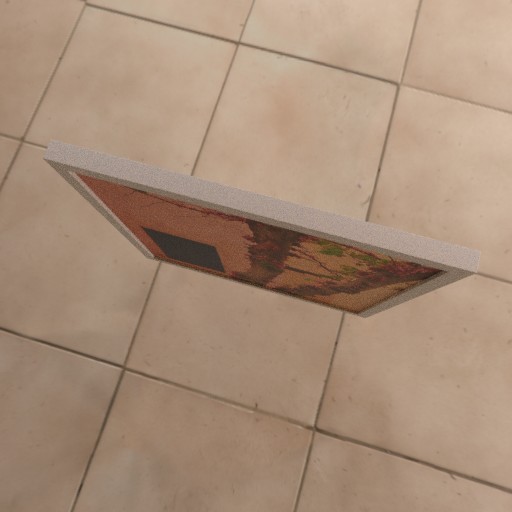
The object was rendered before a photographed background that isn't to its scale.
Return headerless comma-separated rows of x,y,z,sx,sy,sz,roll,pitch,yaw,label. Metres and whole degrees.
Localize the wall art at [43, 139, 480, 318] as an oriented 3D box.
0.000,0.000,1.125,0.762,0.762,0.038,15,77,4,wall art
